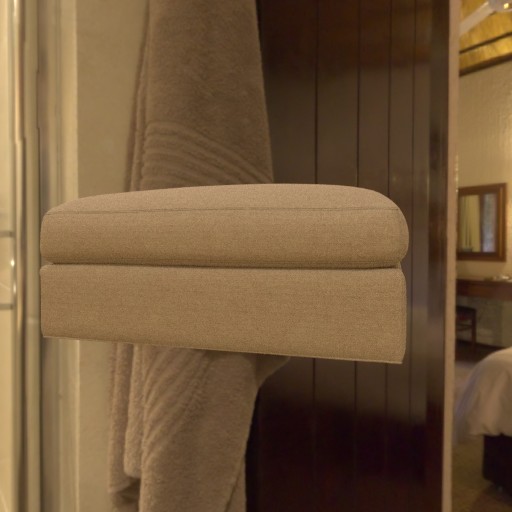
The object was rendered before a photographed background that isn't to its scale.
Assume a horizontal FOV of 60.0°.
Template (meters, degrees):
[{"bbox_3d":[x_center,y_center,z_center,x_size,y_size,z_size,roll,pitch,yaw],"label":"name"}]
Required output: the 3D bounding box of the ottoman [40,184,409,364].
[{"bbox_3d":[0.000,0.000,1.631,1.041,0.470,1.041,0,1,17],"label":"ottoman"}]
